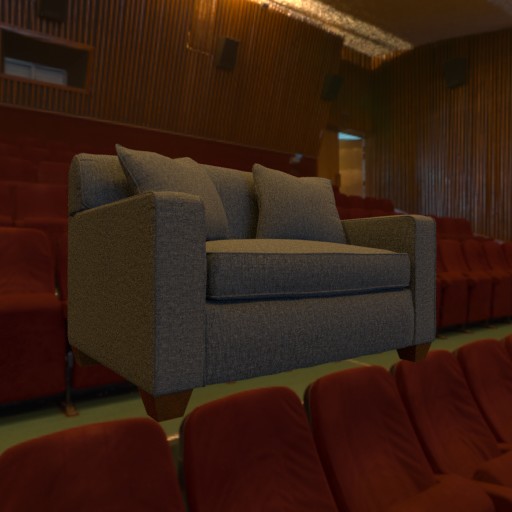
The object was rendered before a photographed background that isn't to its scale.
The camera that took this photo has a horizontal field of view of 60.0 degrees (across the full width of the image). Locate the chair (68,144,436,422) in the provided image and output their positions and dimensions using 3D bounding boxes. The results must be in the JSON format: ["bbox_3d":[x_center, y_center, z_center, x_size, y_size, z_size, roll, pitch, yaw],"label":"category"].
[{"bbox_3d":[0.000,0.000,1.986,1.383,0.948,1.000,0,0,-36],"label":"chair"}]
